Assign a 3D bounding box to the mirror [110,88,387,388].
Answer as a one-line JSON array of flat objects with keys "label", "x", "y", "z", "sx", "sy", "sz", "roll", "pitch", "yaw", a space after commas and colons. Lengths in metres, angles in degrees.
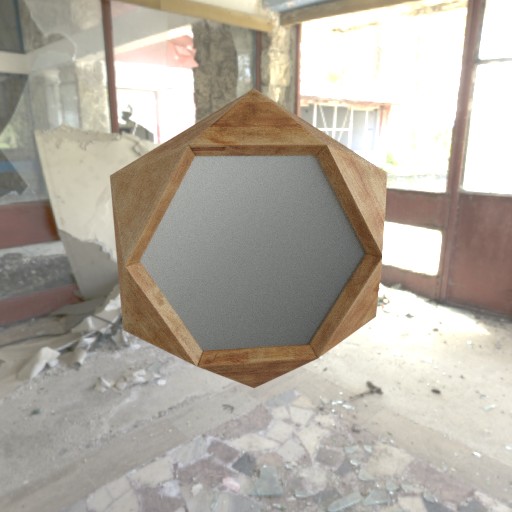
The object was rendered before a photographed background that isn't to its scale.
[{"label": "mirror", "x": 0.000, "y": 0.000, "z": 1.087, "sx": 0.675, "sy": 0.779, "sz": 0.091, "roll": -2, "pitch": 15, "yaw": -7}]
